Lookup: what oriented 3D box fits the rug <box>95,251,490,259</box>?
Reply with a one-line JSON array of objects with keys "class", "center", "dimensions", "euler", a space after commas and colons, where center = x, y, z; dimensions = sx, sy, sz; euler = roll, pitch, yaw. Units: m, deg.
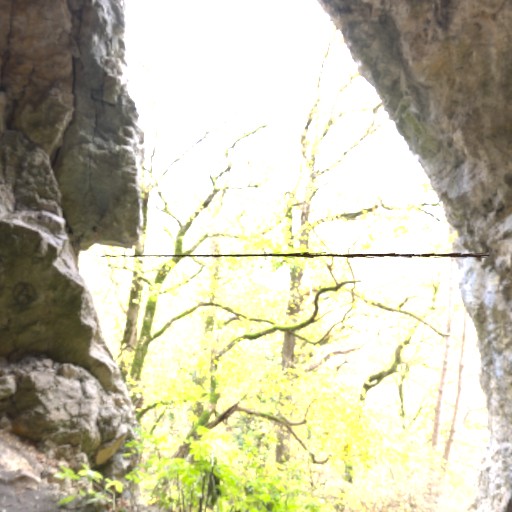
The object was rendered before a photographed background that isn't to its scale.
[{"class": "rug", "center": [0.000, 0.000, 2.522], "dimensions": [1.224, 0.027, 2.085], "euler": [0, 0, -35]}]
